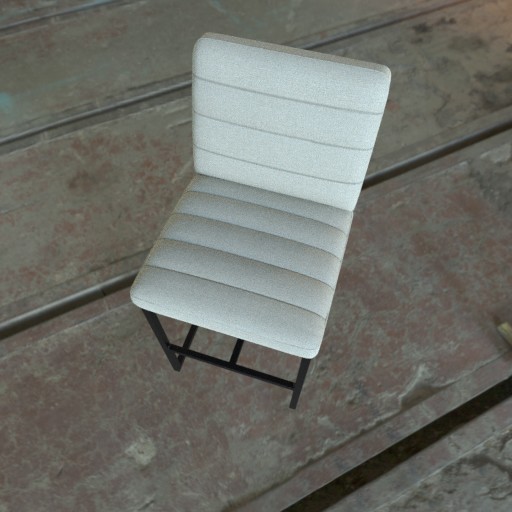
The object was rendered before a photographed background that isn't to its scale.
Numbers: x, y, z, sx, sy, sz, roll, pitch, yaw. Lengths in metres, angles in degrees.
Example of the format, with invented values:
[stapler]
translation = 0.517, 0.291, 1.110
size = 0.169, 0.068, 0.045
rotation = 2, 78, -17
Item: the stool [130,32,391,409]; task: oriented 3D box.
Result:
[stool]
translation = 0.000, 0.000, 1.242
size = 0.460, 0.940, 0.560
rotation = 15, 59, 9
